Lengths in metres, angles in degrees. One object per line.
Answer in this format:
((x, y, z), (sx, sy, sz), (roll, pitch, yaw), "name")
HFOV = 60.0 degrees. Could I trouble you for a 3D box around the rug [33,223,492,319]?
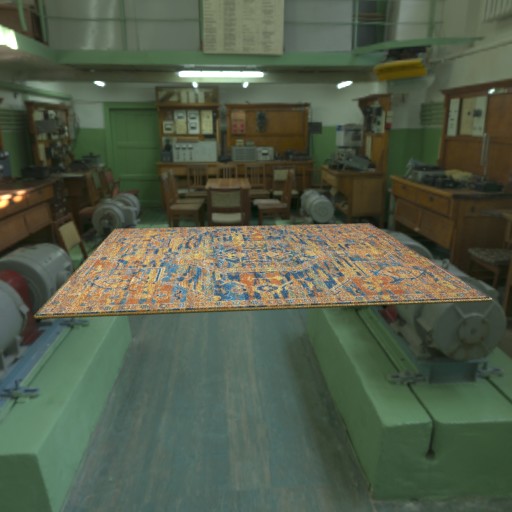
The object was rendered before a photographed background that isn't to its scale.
((0.000, 0.000, 4.067), (3.040, 0.031, 2.435), (-2, 17, -5), "rug")
